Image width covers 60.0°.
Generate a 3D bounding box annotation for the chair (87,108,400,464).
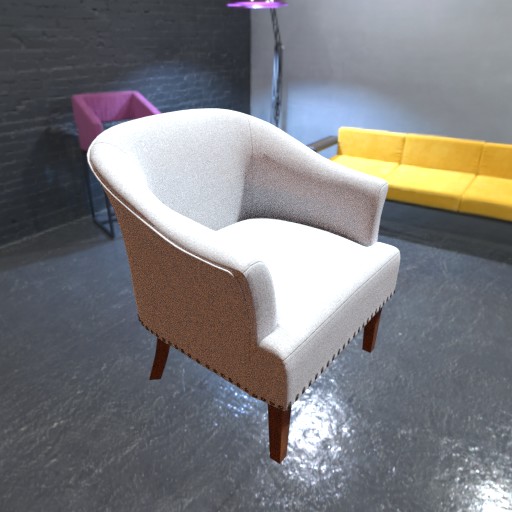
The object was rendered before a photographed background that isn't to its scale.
[{"bbox_3d":[0.000,0.000,1.401,0.704,0.815,0.798,19,32,33],"label":"chair"}]
